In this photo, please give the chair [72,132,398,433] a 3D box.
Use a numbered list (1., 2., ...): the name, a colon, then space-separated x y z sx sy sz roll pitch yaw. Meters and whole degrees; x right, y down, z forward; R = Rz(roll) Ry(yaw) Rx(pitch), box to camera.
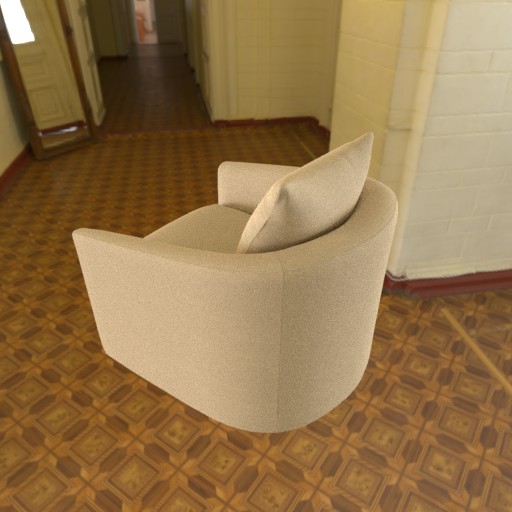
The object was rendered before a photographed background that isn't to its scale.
1. chair: 0.000 0.000 1.591 0.910 0.848 0.845 20 37 29
